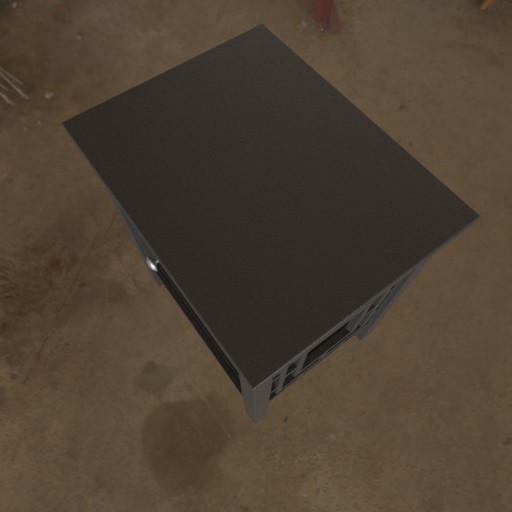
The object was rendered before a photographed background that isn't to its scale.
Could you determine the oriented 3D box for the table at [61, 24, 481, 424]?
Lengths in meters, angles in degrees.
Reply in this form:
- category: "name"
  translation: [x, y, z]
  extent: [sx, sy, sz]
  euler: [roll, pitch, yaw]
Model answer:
- category: "table"
  translation: [0.000, 0.000, 1.014]
  extent: [0.451, 0.646, 0.564]
  euler: [-34, 68, -15]
